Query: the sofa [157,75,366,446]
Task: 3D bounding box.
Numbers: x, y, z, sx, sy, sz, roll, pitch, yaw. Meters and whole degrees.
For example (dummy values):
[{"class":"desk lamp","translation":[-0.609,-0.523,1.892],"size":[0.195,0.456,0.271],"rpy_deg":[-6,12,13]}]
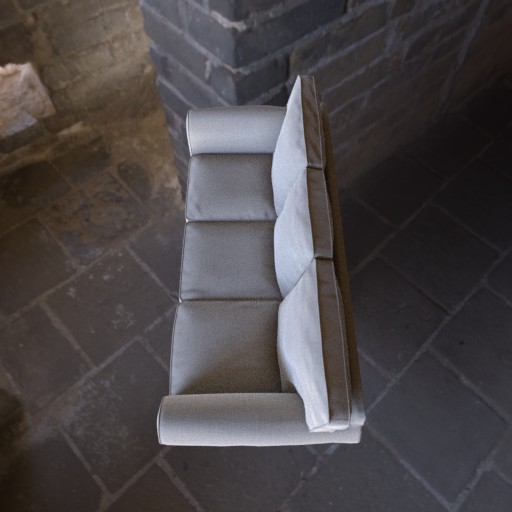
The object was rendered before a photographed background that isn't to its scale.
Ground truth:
[{"class":"sofa","translation":[0.000,0.000,2.586],"size":[0.916,0.961,2.084],"rpy_deg":[0,60,0]}]
